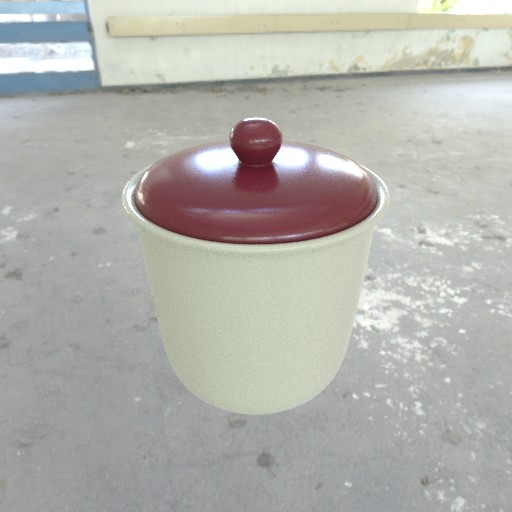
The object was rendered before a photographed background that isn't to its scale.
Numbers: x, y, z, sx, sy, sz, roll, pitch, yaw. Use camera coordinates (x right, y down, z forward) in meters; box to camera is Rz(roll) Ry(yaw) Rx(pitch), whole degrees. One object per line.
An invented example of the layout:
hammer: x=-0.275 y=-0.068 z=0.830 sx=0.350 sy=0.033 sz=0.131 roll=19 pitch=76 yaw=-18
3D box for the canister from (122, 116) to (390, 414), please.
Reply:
canister: x=0.000 y=0.000 z=0.340 sx=0.182 sy=0.208 sz=0.182 roll=0 pitch=31 yaw=0
